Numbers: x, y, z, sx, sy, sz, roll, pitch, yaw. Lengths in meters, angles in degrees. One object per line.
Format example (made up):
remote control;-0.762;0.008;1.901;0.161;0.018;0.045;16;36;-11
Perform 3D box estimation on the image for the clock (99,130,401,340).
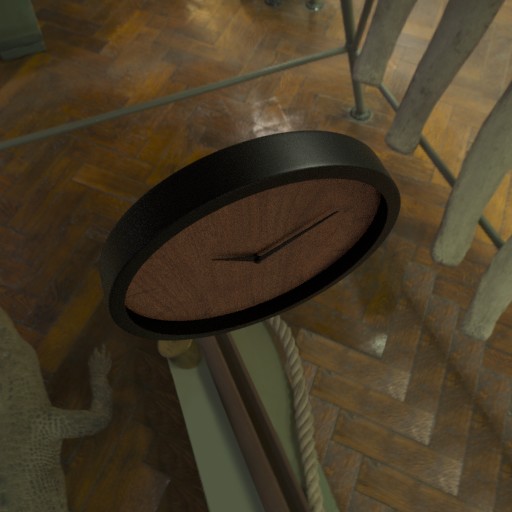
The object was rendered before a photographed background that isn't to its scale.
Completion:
clock;0.000;0.000;0.471;0.314;0.314;0.040;-19;64;-10
